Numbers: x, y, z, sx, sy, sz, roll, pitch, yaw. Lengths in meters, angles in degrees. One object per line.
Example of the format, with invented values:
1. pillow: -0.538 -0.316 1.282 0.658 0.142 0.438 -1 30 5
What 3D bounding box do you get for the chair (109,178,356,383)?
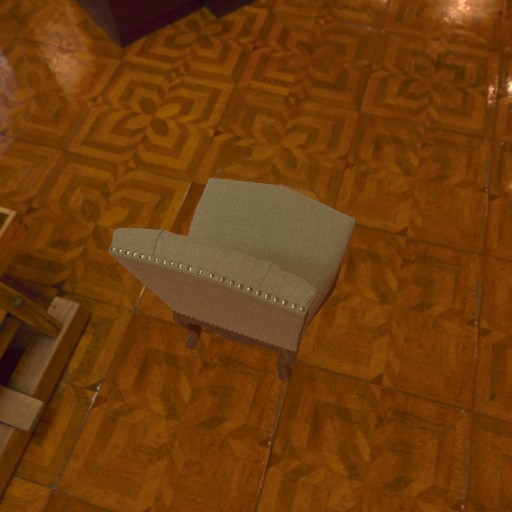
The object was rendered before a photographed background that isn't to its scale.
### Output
1. chair: 0.000 0.000 1.599 0.637 1.191 0.731 17 64 8
